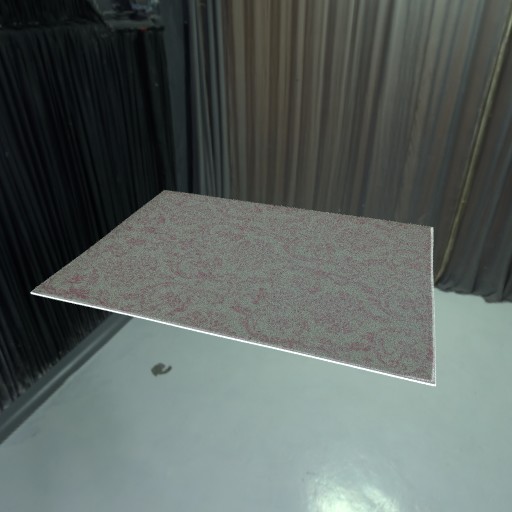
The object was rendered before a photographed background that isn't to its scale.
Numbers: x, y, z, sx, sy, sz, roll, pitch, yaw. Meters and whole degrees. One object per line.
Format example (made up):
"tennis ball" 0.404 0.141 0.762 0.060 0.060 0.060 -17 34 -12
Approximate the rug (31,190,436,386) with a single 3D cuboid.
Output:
"rug" 0.000 0.000 2.898 2.202 0.014 1.598 10 32 16
